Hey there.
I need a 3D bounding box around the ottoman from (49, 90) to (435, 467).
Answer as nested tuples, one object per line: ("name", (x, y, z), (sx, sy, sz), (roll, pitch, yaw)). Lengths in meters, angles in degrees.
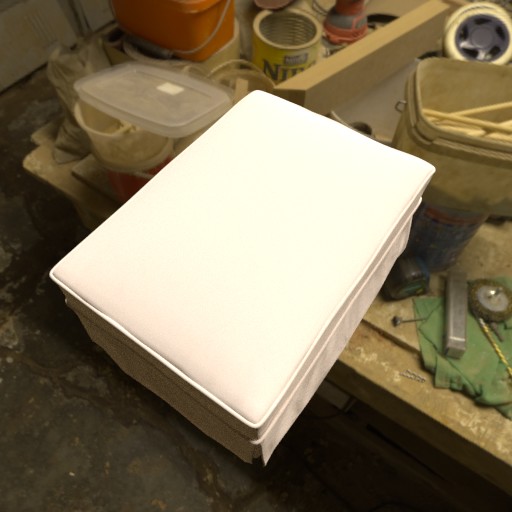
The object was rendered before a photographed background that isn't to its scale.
("ottoman", (0.000, 0.000, 1.346), (0.703, 0.479, 0.944), (31, 62, 18))
